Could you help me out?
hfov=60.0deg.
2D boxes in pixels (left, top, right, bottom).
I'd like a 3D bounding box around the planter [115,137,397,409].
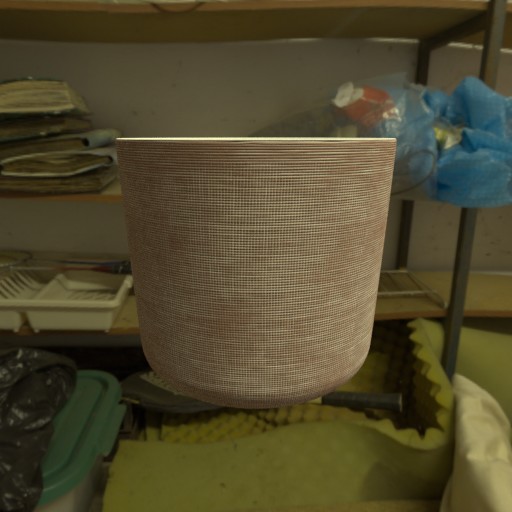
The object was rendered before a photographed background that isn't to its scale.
[{"bbox_3d":[0.000,0.000,0.776,0.440,0.398,0.440,0,15,0],"label":"planter"}]
